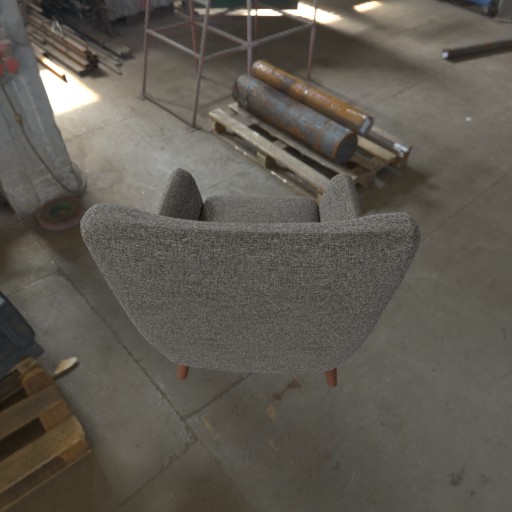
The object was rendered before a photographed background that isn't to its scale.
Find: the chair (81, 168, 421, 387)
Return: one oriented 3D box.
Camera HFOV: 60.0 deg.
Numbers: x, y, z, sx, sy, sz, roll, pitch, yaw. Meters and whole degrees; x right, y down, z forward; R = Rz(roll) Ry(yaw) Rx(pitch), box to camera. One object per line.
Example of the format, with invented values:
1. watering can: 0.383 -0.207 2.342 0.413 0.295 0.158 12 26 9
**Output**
1. chair: 0.000 0.000 1.751 0.889 1.039 0.940 2 45 2
